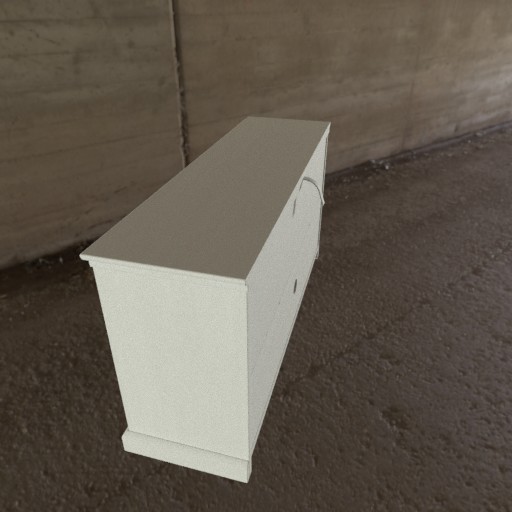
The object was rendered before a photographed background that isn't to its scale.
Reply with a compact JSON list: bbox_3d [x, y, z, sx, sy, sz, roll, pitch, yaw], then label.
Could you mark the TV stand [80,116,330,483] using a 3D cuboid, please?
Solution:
[{"bbox_3d":[0.000,0.000,1.485,0.424,0.624,1.187,8,32,13],"label":"TV stand"}]
